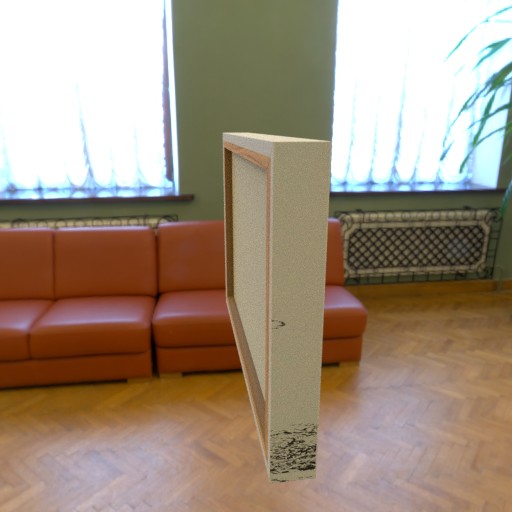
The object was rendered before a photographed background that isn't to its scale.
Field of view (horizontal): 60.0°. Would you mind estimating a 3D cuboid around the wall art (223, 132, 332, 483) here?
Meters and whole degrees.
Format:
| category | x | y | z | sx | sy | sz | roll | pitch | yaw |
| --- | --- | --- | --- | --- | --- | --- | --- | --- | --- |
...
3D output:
| category | x | y | z | sx | sy | sz | roll | pitch | yaw |
| --- | --- | --- | --- | --- | --- | --- | --- | --- | --- |
| wall art | 0.000 | 0.000 | 0.493 | 0.038 | 0.259 | 0.381 | -2 | 17 | -8 |
